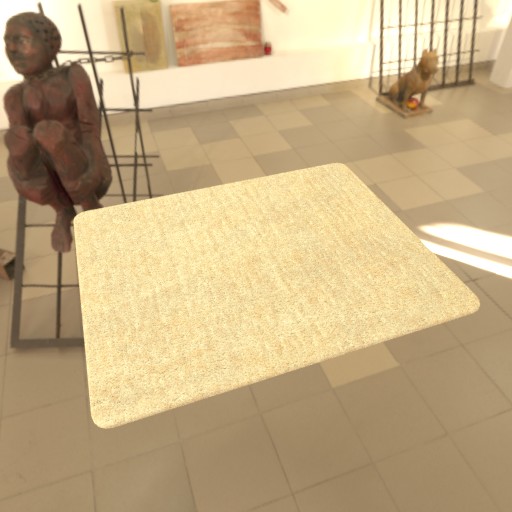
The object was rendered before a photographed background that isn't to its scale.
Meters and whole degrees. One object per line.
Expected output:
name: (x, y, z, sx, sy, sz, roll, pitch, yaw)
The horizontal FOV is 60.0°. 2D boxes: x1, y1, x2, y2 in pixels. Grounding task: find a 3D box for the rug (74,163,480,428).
rug: (0.000, 0.000, 3.325, 2.528, 0.048, 2.009, -14, 44, -15)
